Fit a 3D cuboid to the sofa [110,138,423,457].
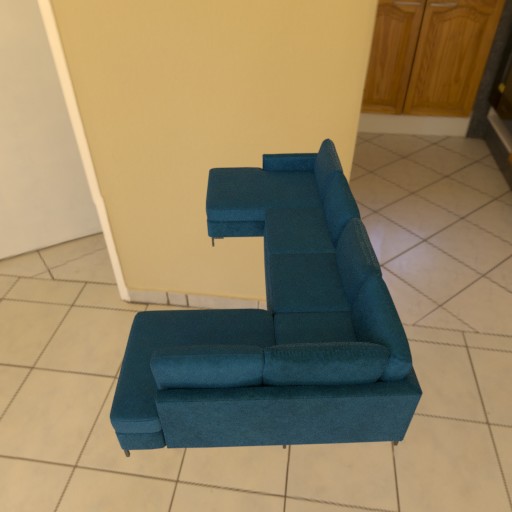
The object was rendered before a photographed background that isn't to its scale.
[{"bbox_3d":[0.000,0.000,4.262,2.055,0.992,3.434,-1,40,-1],"label":"sofa"}]
